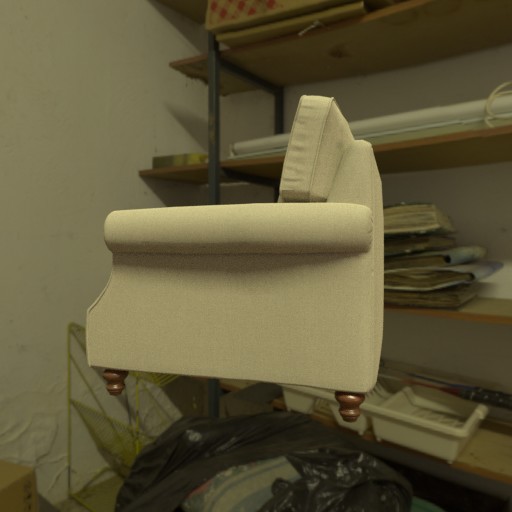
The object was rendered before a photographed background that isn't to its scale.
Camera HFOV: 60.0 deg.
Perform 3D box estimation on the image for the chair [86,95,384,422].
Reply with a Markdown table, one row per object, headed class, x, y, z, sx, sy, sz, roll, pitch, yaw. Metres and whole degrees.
| class | x | y | z | sx | sy | sz | roll | pitch | yaw |
| --- | --- | --- | --- | --- | --- | --- | --- | --- | --- |
| chair | 0.000 | 0.000 | 1.768 | 0.966 | 0.967 | 1.029 | 0 | 0 | 18 |
